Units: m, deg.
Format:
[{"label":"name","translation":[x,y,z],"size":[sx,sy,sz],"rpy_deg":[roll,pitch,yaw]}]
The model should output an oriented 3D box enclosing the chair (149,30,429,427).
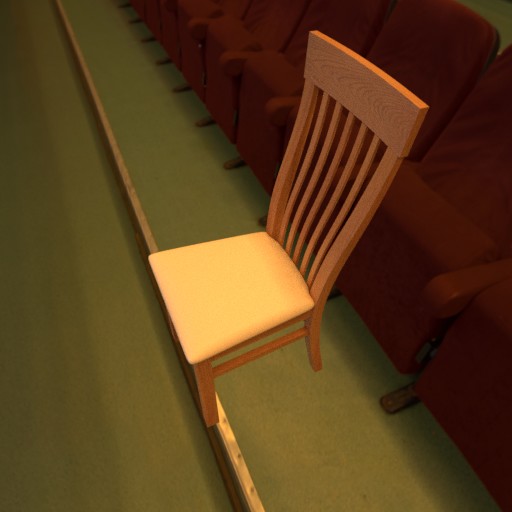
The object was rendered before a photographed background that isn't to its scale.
[{"label":"chair","translation":[0.000,0.000,1.322],"size":[0.580,1.050,0.450],"rpy_deg":[-18,49,-16]}]
